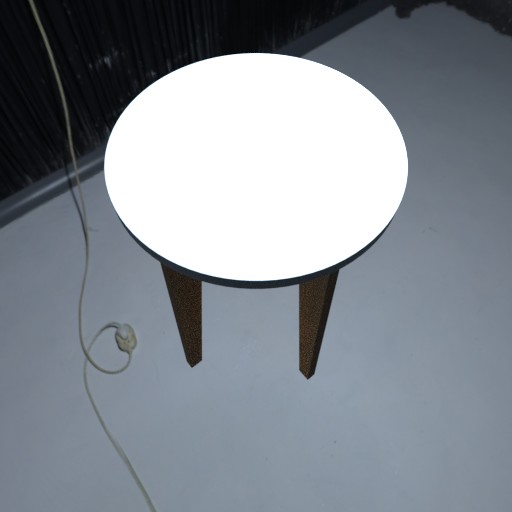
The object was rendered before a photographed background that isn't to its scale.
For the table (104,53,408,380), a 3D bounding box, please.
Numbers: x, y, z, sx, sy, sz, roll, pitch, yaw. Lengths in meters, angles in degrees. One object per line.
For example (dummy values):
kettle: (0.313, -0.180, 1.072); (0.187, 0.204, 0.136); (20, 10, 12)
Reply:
table: (0.000, 0.000, 0.734); (0.350, 0.500, 0.350); (0, 60, 0)
